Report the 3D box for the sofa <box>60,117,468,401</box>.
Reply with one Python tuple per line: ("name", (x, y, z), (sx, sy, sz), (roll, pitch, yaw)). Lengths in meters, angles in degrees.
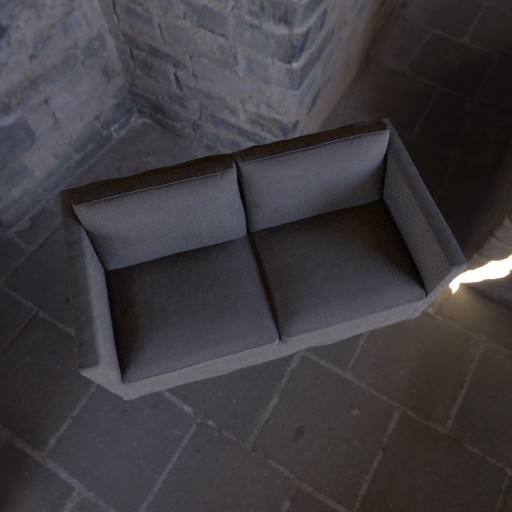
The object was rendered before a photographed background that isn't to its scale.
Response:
("sofa", (0.000, 0.000, 2.366), (1.802, 0.854, 0.974), (-14, 65, -7))
